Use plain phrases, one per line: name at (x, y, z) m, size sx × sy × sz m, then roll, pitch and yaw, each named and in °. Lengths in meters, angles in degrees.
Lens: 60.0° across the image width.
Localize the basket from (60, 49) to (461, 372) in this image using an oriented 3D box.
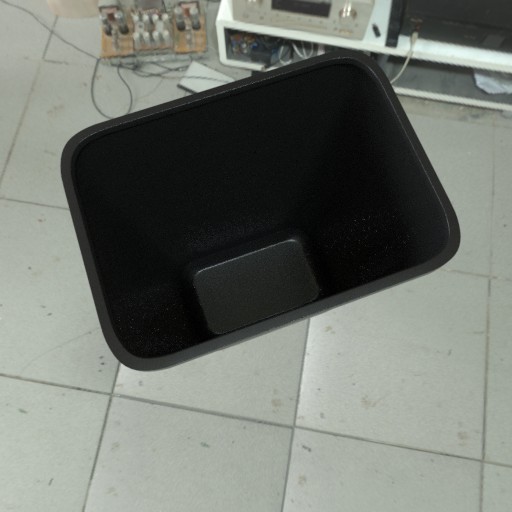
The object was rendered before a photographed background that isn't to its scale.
basket at (0.000, 0.000, 0.734) m, size 0.394 × 0.521 × 0.287 m, roll -19°, pitch 76°, yaw -5°
